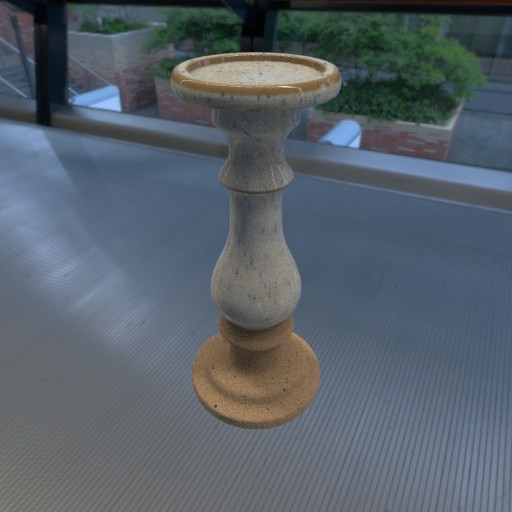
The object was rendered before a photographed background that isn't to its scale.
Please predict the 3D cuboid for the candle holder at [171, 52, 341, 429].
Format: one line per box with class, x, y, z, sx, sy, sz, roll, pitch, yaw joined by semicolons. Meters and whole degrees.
candle holder;0.000;0.000;0.253;0.088;0.203;0.088;0;34;0
